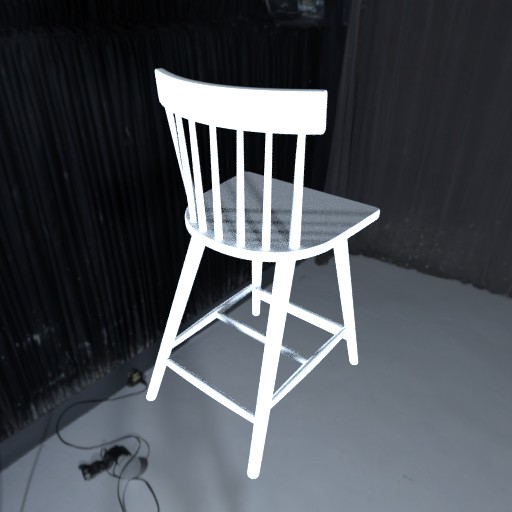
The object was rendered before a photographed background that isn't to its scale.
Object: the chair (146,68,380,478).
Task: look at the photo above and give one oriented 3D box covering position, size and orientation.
[{"bbox_3d":[0.000,0.000,1.237,0.483,0.952,0.572,22,37,33],"label":"chair"}]
